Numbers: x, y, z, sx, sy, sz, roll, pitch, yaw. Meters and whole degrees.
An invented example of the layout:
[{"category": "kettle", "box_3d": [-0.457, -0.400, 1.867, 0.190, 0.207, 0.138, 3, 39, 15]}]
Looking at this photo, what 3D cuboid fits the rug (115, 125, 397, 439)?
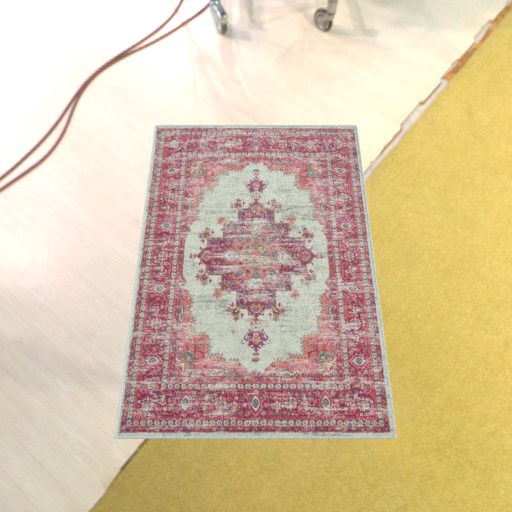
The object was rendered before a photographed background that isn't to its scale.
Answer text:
[{"category": "rug", "box_3d": [0.000, 0.000, 2.922, 1.555, 0.011, 2.232, 0, 64, 0]}]
